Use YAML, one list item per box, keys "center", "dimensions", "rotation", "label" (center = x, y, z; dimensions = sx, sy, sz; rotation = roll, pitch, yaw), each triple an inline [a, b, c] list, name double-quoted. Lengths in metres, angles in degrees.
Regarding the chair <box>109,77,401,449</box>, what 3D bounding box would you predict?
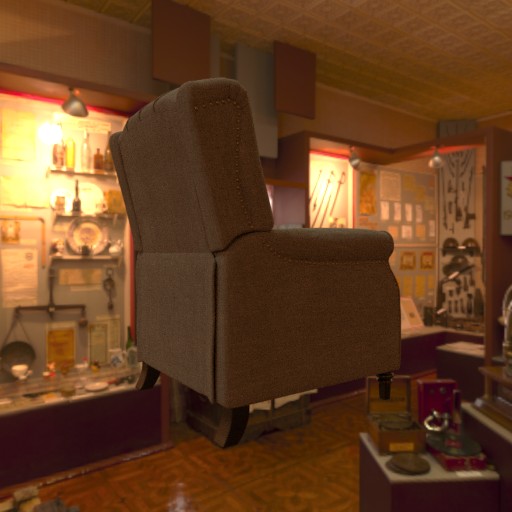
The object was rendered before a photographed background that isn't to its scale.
- center: [0.000, 0.000, 1.644]
  dimensions: [0.898, 1.035, 0.742]
  rotation: [0, 1, -35]
  label: "chair"
